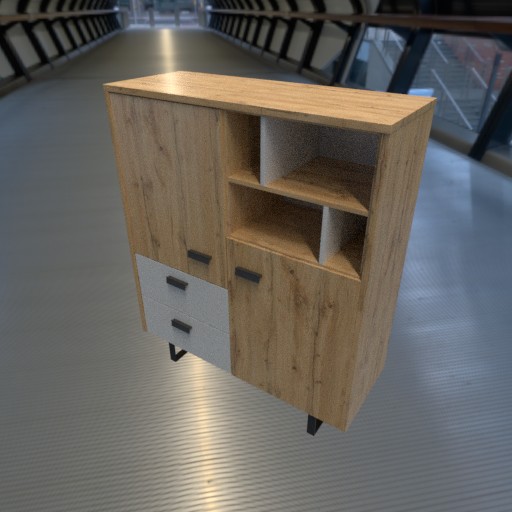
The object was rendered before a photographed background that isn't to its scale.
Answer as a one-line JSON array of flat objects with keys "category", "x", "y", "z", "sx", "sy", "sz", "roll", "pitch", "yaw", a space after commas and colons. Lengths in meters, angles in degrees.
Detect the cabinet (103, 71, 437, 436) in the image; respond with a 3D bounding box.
[{"category": "cabinet", "x": 0.000, "y": 0.000, "z": 1.972, "sx": 1.168, "sy": 1.397, "sz": 0.473, "roll": 19, "pitch": 35, "yaw": 29}]
